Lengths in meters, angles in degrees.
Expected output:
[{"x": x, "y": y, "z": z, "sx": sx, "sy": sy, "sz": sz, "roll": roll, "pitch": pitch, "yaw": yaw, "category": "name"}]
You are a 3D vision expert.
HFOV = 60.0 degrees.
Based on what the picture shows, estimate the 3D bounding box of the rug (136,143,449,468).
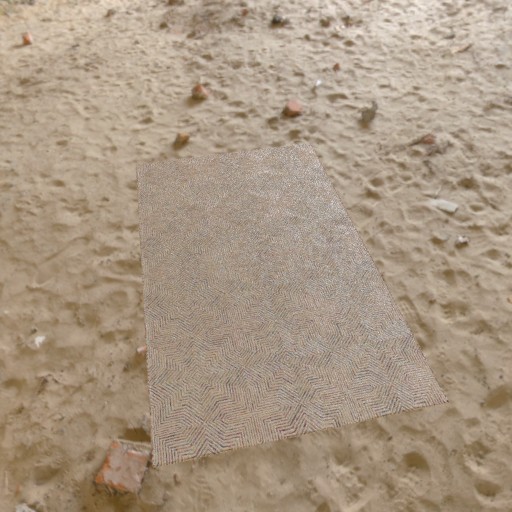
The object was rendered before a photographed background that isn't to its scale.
[{"x": 0.000, "y": 0.000, "z": 2.983, "sx": 1.519, "sy": 0.007, "sz": 2.428, "roll": -9, "pitch": 48, "yaw": -8, "category": "rug"}]
